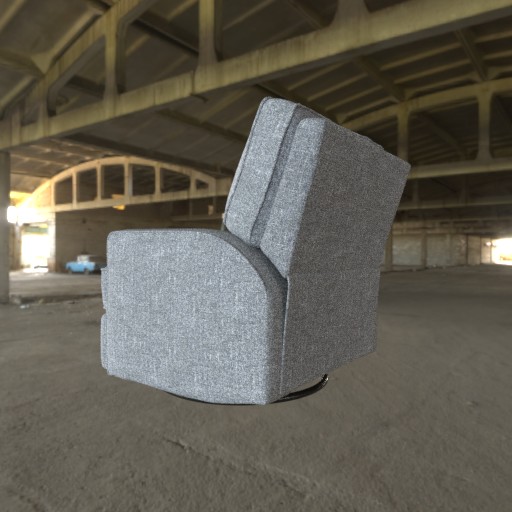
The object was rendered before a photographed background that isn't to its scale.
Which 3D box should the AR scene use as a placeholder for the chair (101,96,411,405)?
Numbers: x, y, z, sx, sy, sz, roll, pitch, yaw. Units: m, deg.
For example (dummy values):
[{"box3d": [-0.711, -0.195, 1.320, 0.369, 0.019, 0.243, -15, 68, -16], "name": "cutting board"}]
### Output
[{"box3d": [0.000, 0.000, 1.714, 0.964, 0.962, 0.861, 0, 1, 36], "name": "chair"}]
